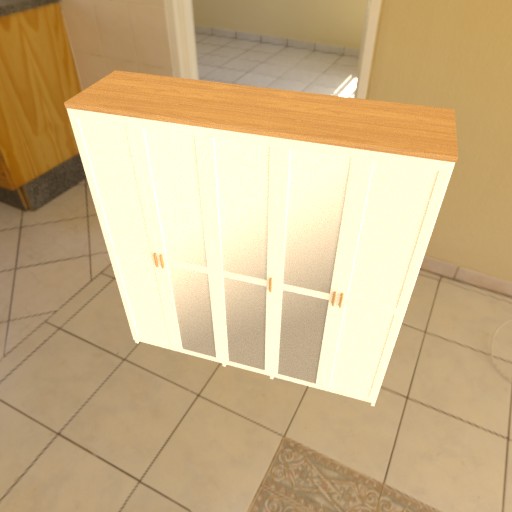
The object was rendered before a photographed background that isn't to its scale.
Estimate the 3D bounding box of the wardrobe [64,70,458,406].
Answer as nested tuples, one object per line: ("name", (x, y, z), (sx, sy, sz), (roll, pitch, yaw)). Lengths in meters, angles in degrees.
("wardrobe", (0.000, 0.000, 3.268), (2.160, 2.260, 0.590), (12, 43, 13))
